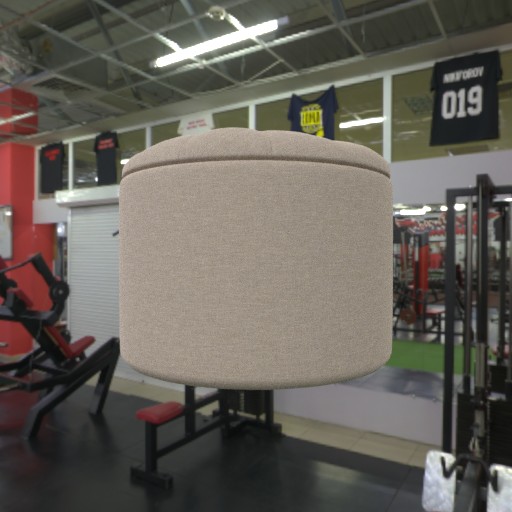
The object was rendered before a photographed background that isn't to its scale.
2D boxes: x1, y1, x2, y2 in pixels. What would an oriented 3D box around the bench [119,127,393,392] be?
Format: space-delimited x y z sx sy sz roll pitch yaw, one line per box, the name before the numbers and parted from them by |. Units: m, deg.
bench | 0.000 0.000 1.016 0.600 0.454 0.600 0 0 0
